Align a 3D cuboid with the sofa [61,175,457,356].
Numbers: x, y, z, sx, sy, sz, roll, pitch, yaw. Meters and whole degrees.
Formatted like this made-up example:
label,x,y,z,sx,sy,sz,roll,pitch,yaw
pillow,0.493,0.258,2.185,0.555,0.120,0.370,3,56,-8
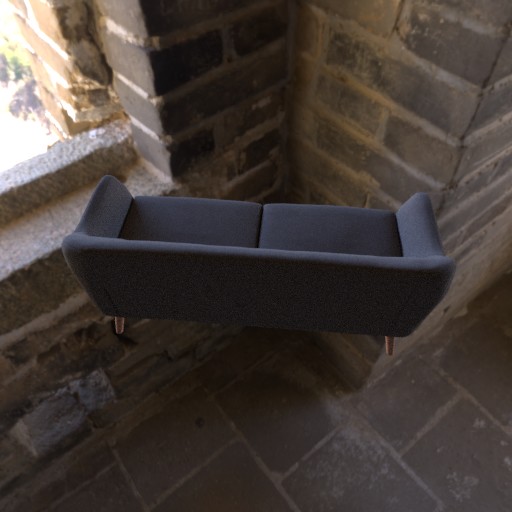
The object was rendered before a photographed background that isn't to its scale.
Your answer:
label,x,y,z,sx,sy,sz,roll,pitch,yaw
sofa,0.000,0.000,2.327,1.840,0.820,0.820,4,47,4
